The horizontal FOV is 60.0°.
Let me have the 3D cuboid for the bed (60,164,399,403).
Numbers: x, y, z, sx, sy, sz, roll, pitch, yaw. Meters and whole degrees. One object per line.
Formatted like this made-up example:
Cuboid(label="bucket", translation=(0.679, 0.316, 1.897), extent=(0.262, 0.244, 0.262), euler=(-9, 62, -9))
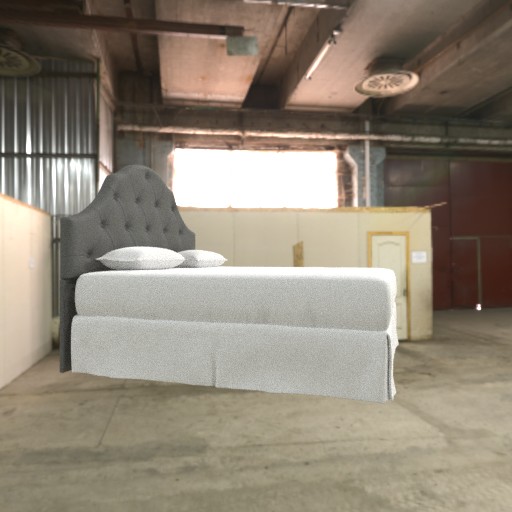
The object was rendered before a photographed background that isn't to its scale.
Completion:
Cuboid(label="bed", translation=(0.000, 0.000, 3.639), extent=(2.214, 1.615, 2.008), euler=(0, 0, 18))
